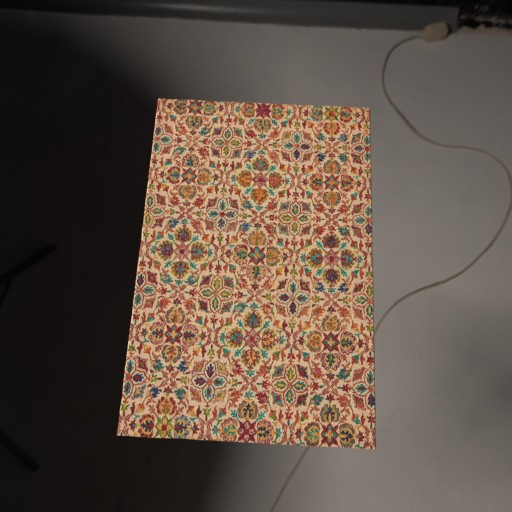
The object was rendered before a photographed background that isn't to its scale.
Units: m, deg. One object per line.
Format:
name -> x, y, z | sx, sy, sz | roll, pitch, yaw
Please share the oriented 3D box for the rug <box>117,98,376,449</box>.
rug -> 0.000, 0.000, 2.924 | 1.541, 0.018, 2.297 | 3, 75, 1
